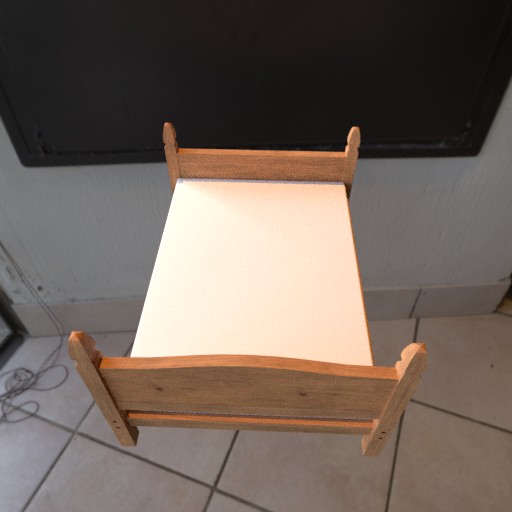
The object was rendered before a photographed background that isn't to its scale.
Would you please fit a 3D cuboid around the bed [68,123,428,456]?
[{"bbox_3d":[0.000,0.000,2.867,1.490,1.100,2.069,2,47,2],"label":"bed"}]
